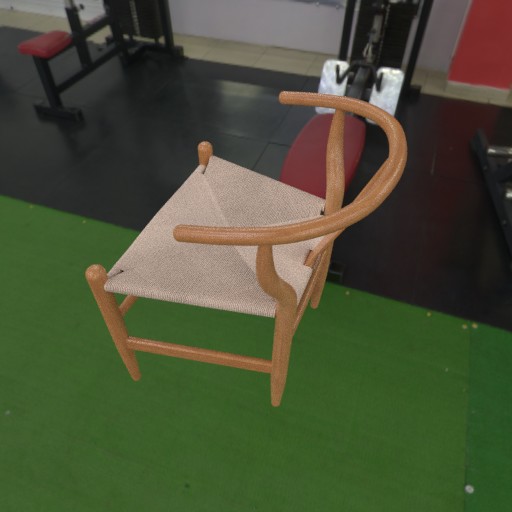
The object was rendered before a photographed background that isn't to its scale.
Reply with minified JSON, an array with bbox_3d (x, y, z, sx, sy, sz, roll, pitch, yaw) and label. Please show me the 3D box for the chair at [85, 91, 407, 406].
[{"bbox_3d":[0.000,0.000,1.128,0.579,0.730,0.569,17,49,15],"label":"chair"}]
